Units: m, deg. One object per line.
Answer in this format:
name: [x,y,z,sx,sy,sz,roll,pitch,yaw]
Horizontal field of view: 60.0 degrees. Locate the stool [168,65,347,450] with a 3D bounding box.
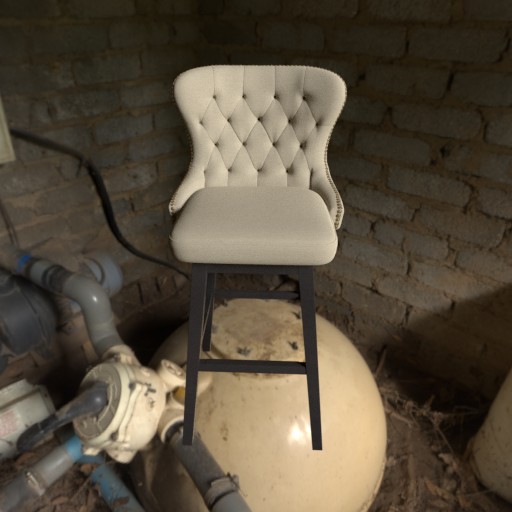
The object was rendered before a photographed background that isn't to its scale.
stool: [0.000,0.000,1.413,0.528,1.066,0.605,1,30,2]
